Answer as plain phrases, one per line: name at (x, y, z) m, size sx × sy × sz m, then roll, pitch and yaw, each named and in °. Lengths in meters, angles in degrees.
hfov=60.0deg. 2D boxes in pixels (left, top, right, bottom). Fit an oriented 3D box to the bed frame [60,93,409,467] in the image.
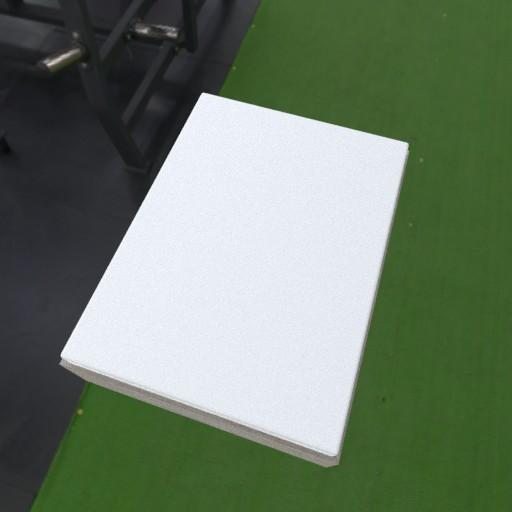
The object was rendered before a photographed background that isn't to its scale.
bed frame at (0.000, 0.000, 2.691) m, size 1.448 × 0.490 × 1.944 m, roll 17°, pitch 64°, yaw 8°
